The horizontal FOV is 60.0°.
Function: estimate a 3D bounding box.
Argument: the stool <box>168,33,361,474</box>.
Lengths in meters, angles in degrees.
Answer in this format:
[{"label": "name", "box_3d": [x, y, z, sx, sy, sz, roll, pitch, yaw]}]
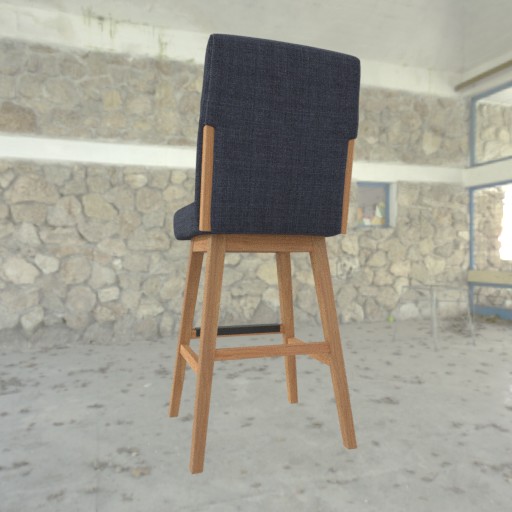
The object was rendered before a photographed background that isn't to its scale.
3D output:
[{"label": "stool", "box_3d": [0.000, 0.000, 1.395, 0.483, 1.112, 0.570, 0, 0, -19]}]
